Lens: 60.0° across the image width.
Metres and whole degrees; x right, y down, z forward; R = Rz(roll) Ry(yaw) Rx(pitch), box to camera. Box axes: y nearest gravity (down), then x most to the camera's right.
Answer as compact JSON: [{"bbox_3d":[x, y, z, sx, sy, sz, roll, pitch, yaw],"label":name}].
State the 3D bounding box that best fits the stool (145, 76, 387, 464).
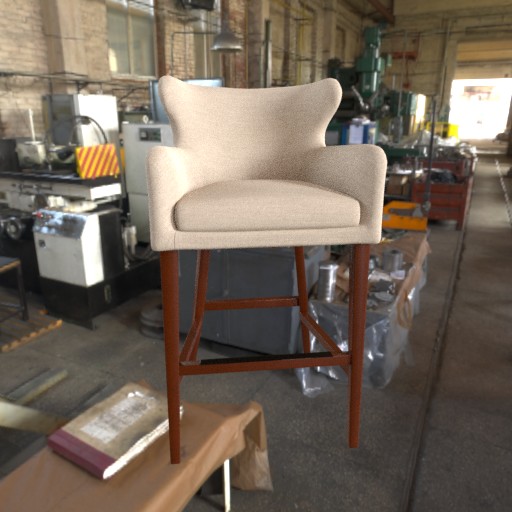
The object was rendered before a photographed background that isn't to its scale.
[{"bbox_3d":[0.000,0.000,1.346,0.556,1.034,0.563,-2,18,-7],"label":"stool"}]
